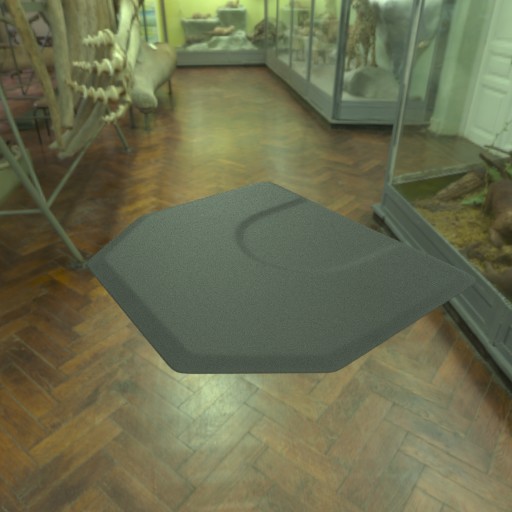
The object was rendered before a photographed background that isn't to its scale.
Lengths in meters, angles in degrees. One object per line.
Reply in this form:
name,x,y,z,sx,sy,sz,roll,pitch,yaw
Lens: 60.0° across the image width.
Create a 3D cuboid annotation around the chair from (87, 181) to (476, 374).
chair,0.000,0.000,1.917,1.219,0.024,1.372,-21,37,-31
